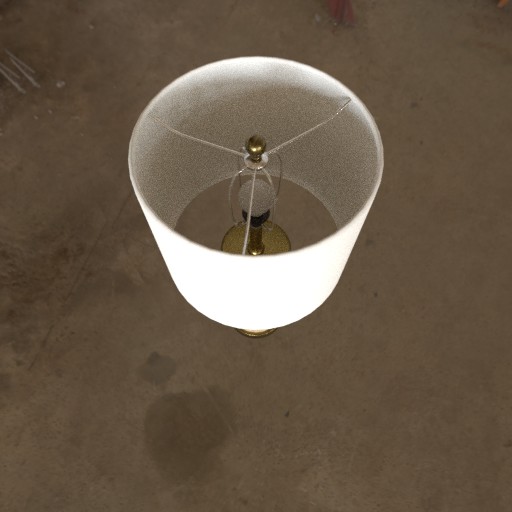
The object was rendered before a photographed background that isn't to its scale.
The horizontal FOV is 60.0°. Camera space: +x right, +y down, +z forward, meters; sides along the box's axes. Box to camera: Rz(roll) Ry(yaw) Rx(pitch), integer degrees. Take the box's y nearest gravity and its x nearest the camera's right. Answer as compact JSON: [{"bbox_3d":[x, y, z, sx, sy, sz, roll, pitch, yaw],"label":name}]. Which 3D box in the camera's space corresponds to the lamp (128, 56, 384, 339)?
[{"bbox_3d":[0.000,0.000,0.806,0.305,0.634,0.305,-32,68,-14],"label":"lamp"}]
